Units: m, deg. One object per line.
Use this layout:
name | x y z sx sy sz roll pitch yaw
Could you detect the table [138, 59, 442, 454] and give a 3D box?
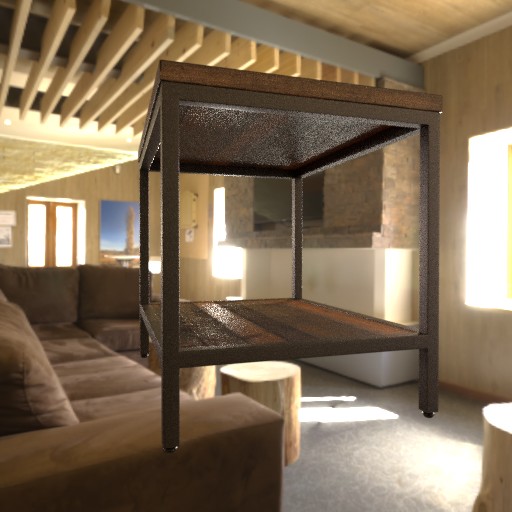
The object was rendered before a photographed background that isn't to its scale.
table | 0.000 0.000 1.083 0.524 0.612 0.678 0 1 -18
